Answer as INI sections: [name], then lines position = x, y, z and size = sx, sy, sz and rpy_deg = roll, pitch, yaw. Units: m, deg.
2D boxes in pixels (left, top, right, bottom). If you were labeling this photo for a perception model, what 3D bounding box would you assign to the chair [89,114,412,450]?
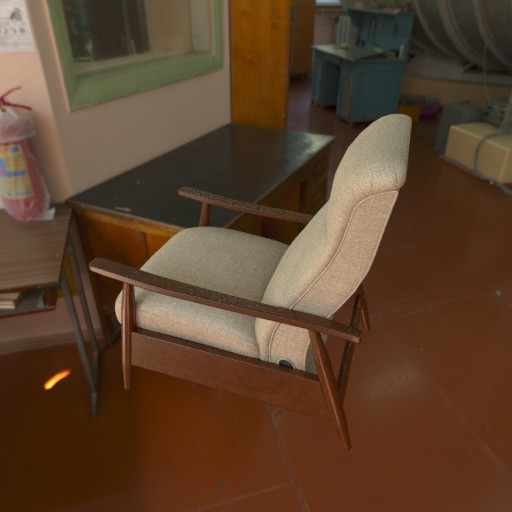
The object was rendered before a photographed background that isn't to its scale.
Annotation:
[chair]
position = 0.000, 0.000, 1.787
size = 1.014, 1.082, 0.762
rpy_deg = 10, 33, 15
